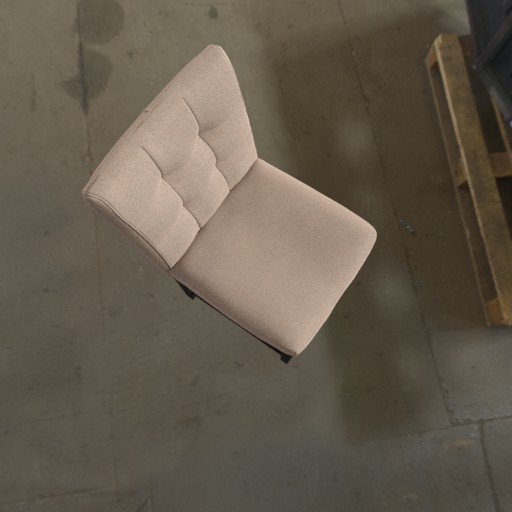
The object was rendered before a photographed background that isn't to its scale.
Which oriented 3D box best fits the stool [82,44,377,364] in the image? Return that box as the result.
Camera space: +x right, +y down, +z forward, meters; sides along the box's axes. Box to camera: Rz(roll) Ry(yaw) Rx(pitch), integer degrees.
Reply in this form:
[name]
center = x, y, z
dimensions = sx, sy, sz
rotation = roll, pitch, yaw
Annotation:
[stool]
center = 0.000, 0.000, 1.304
dimensions = 0.548, 1.047, 0.411
rotation = 35, 78, 8
